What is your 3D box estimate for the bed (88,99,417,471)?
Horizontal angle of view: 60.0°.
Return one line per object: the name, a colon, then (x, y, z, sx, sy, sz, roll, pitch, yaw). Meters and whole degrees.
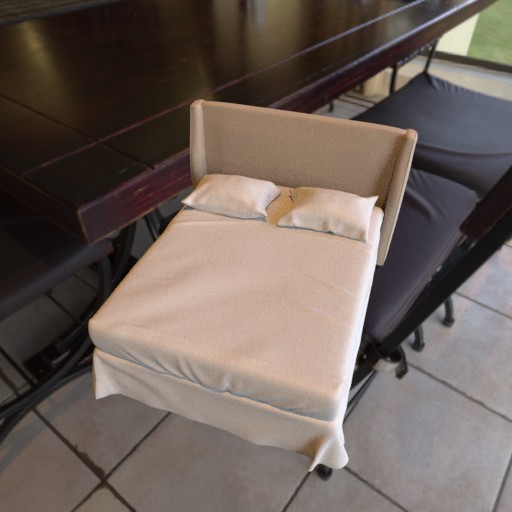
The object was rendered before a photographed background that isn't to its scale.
bed: (0.000, 0.000, 3.328, 1.925, 1.332, 2.276, 13, 43, 14)
